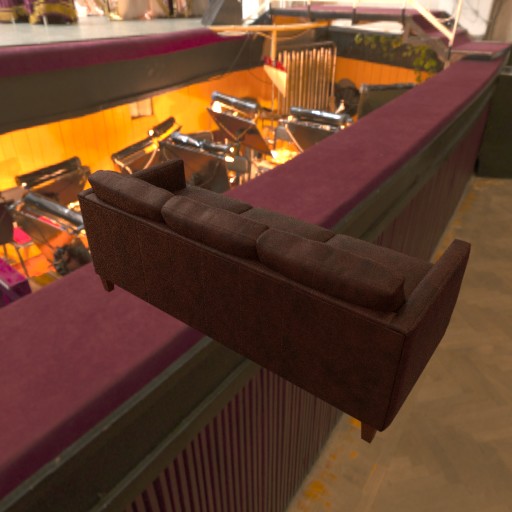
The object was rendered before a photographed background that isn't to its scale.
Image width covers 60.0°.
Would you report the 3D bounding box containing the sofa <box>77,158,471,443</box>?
[{"bbox_3d":[0.000,0.000,3.028,2.464,1.006,1.045,22,38,31],"label":"sofa"}]
